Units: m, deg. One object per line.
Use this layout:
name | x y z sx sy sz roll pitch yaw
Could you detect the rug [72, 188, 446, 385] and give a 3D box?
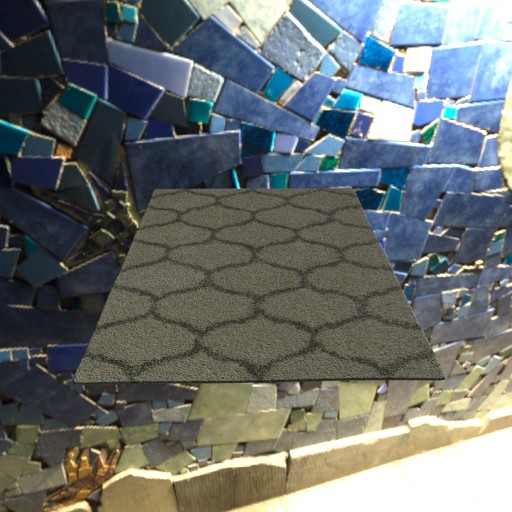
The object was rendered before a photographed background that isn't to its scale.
rug | 0.000 0.000 4.080 2.399 0.026 3.000 -1 32 -1
